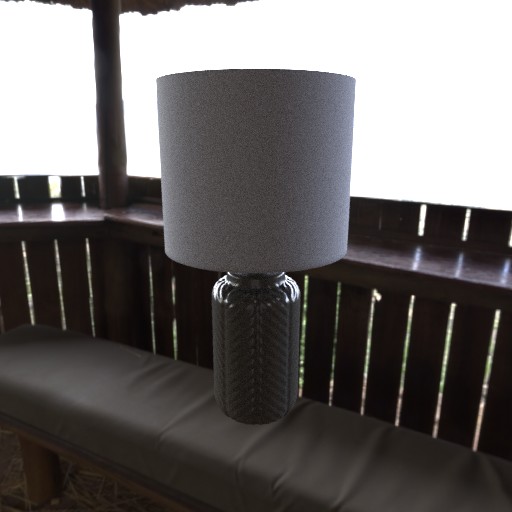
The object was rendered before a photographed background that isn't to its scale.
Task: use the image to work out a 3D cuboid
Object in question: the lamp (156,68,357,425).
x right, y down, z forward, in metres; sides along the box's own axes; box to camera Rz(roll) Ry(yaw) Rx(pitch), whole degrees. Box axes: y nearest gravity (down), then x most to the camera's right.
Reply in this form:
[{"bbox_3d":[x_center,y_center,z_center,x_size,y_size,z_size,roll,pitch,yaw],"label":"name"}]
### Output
[{"bbox_3d":[0.000,0.000,0.508,0.203,0.389,0.203,3,16,9],"label":"lamp"}]
